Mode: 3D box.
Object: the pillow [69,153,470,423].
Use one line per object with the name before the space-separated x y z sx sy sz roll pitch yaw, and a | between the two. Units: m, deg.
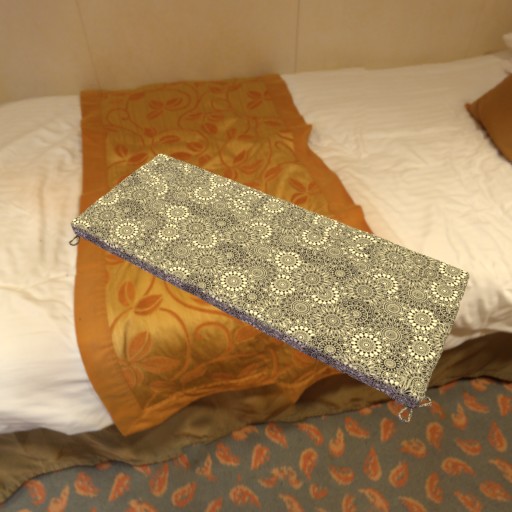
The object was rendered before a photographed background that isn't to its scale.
pillow | 0.000 0.000 1.345 1.187 0.081 0.492 24 52 21
